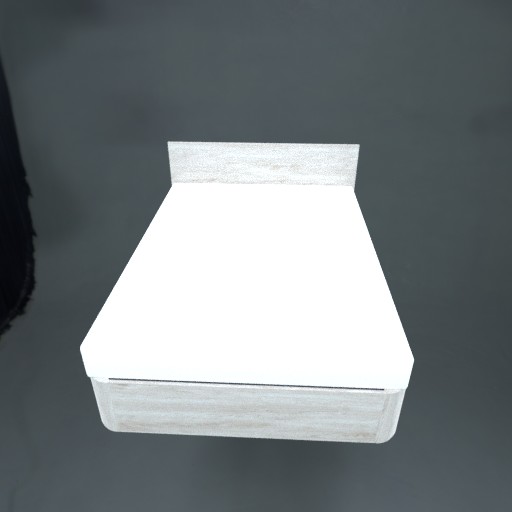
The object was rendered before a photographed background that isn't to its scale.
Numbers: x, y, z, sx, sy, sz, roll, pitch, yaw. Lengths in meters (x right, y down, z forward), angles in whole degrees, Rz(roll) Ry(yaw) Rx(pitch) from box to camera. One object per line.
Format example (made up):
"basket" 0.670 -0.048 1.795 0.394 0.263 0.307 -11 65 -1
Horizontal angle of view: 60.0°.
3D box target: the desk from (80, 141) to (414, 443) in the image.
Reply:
"desk" 0.000 0.000 2.635 1.400 0.800 1.900 2 31 3
